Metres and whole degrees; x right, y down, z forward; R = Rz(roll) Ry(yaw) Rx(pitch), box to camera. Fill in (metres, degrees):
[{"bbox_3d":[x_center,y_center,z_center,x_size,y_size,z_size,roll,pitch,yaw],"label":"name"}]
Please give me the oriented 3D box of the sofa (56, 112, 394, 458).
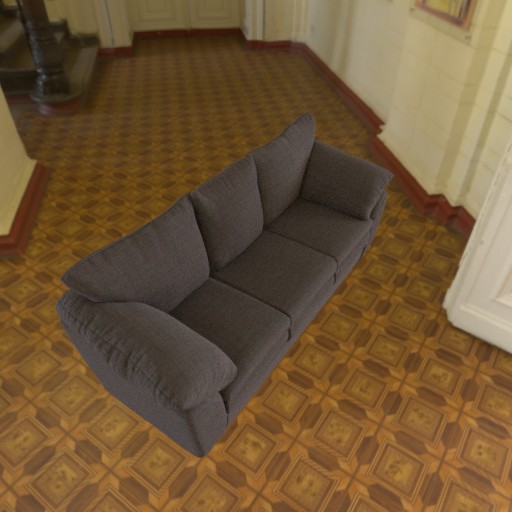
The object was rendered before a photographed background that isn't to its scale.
[{"bbox_3d":[0.000,0.000,2.804,0.883,1.080,2.336,24,46,26],"label":"sofa"}]
